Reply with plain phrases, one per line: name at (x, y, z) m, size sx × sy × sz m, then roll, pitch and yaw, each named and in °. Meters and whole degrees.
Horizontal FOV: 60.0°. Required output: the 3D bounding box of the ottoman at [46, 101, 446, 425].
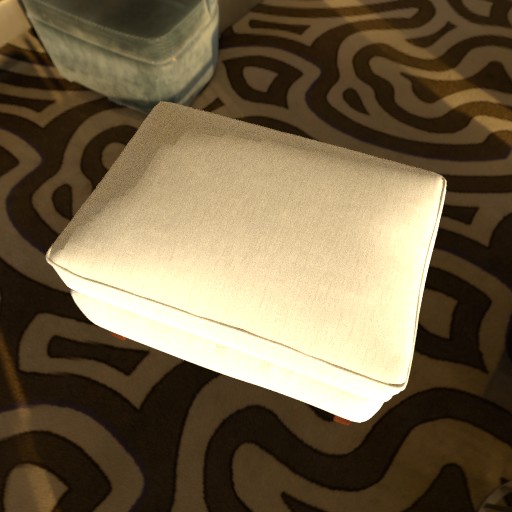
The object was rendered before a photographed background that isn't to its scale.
ottoman at (0.000, 0.000, 0.958) m, size 0.665 × 0.406 × 0.501 m, roll 18°, pitch 60°, yaw 11°
